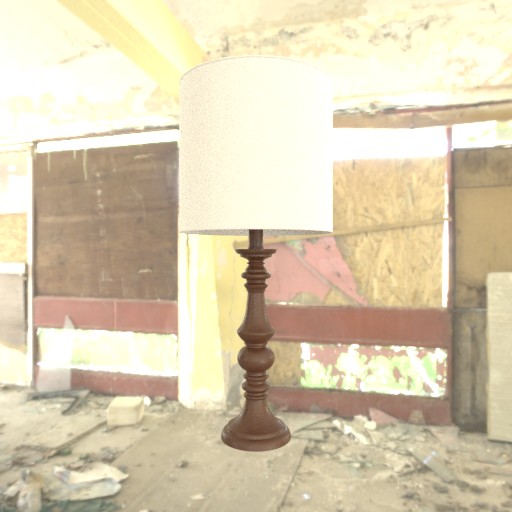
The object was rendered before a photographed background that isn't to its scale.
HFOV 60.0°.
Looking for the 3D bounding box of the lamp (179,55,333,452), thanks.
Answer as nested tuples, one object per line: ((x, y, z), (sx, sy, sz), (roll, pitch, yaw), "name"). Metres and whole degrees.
((0.000, 0.000, 0.733), (0.250, 0.597, 0.250), (0, 1, 35), "lamp")
